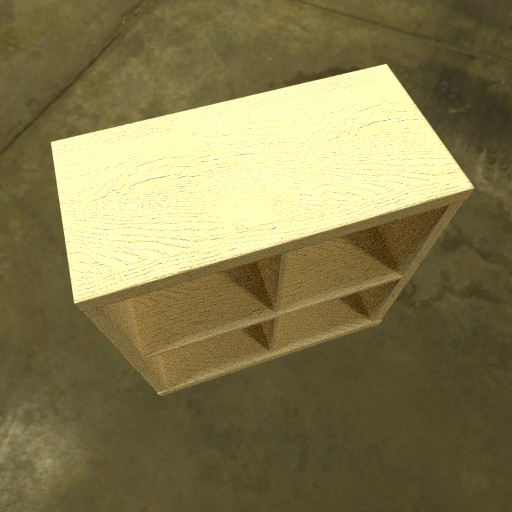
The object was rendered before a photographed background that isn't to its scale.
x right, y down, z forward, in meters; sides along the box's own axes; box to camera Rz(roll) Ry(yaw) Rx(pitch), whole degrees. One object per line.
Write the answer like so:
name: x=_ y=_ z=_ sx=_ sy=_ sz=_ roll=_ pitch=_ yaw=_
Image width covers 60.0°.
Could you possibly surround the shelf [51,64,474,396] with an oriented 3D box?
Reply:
shelf: x=0.000 y=0.000 z=1.259 sx=0.790 sy=0.786 sz=0.390 roll=-16 pitch=62 yaw=-9
